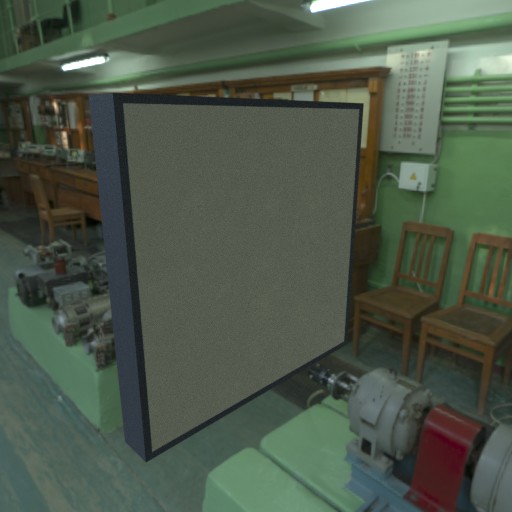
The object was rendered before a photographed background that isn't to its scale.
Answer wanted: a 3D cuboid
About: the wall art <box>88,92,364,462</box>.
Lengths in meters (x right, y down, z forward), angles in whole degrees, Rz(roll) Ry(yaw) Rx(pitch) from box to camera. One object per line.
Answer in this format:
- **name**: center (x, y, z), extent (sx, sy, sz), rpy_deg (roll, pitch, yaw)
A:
- **wall art**: center (0.000, 0.000, 0.452), extent (0.302, 0.300, 0.036), rpy_deg (-16, 23, -42)
